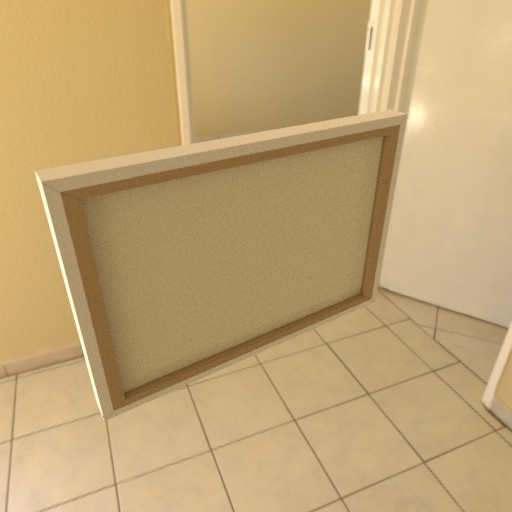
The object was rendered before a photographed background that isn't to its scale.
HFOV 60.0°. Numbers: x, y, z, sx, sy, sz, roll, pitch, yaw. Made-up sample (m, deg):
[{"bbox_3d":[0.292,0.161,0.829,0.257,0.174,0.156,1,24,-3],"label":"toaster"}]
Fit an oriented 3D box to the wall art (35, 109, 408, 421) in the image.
[{"bbox_3d":[0.000,0.000,0.768,0.608,0.414,0.042,-18,35,-27],"label":"wall art"}]
